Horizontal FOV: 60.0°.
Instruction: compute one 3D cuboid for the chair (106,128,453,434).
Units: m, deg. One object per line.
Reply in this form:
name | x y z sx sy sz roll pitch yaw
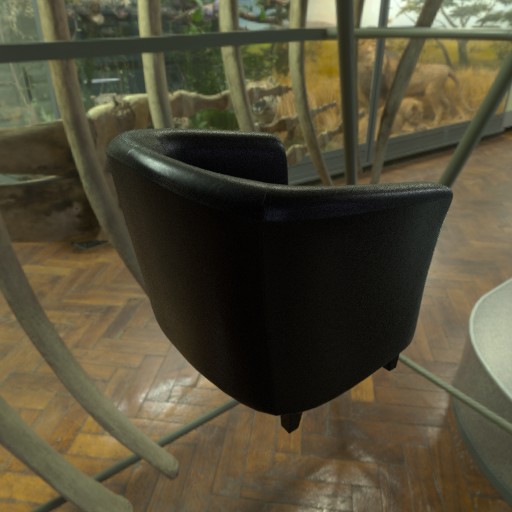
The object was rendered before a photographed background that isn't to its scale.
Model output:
chair | 0.000 0.000 1.340 0.727 0.756 0.793 -19 33 -31
